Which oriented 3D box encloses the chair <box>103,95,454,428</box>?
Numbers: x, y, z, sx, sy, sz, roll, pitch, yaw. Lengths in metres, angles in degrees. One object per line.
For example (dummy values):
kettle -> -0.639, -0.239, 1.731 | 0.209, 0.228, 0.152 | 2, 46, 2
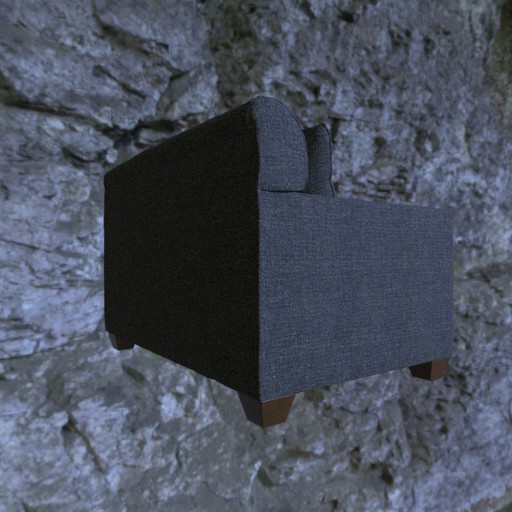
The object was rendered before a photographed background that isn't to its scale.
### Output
chair -> 0.000, 0.000, 2.014 | 1.000, 0.948, 1.383 | 0, 0, -36
